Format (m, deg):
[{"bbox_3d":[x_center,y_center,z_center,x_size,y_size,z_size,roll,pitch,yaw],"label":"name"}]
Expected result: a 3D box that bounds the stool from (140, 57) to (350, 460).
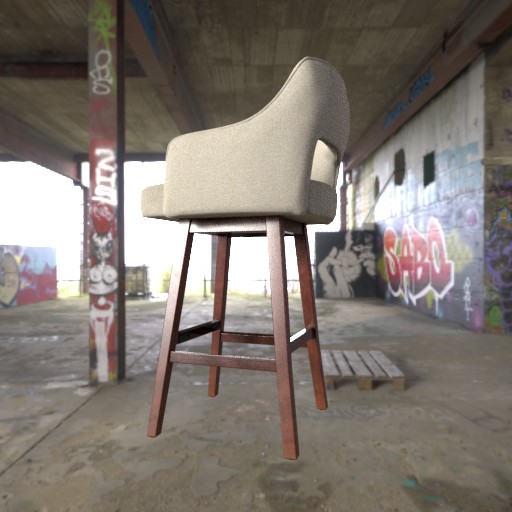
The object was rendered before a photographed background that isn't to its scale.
[{"bbox_3d":[0.000,0.000,1.384,0.560,1.041,0.550,0,0,20],"label":"stool"}]
